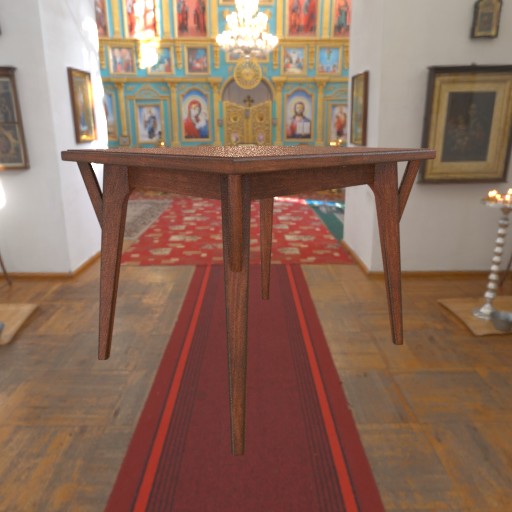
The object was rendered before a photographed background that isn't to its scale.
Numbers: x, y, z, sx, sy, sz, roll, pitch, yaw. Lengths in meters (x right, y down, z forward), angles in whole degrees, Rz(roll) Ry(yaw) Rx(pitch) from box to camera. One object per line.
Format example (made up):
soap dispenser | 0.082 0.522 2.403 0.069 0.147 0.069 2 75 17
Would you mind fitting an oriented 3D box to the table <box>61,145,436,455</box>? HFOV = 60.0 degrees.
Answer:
table | 0.000 0.000 1.622 0.838 0.761 0.991 14 21 42
